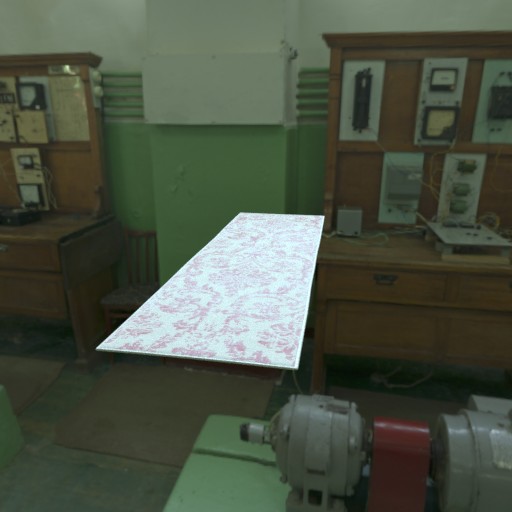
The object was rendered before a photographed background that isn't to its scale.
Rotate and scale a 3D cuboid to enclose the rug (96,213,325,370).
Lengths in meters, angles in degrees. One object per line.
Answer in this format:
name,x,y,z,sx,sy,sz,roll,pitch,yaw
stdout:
rug,0.000,0.000,2.418,0.662,0.011,2.196,3,18,10
